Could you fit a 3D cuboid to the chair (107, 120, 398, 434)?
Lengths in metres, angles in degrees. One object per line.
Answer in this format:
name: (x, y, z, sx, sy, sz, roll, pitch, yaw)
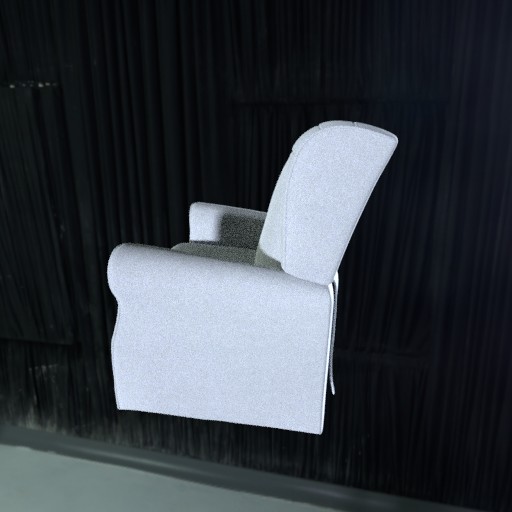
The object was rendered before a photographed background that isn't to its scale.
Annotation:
chair: (0.000, 0.000, 1.658, 0.854, 0.967, 0.906, 3, 17, 9)
